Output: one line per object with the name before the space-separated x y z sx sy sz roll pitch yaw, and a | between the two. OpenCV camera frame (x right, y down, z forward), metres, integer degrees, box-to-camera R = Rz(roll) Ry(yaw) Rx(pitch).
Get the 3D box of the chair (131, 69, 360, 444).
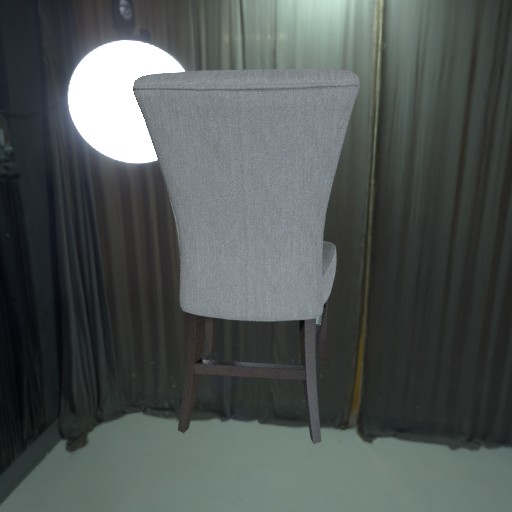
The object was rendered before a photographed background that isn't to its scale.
chair | 0.000 0.000 1.360 0.520 0.991 0.660 2 15 7
